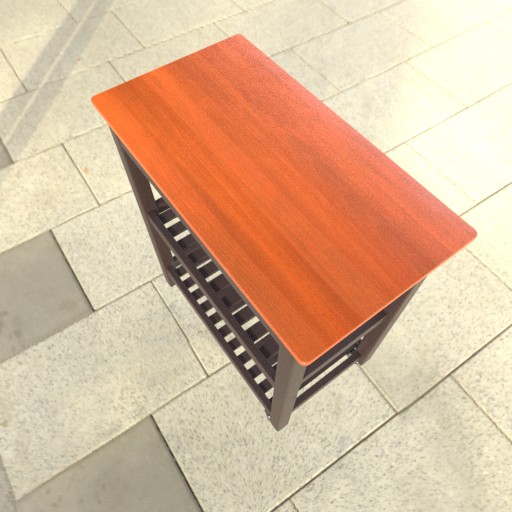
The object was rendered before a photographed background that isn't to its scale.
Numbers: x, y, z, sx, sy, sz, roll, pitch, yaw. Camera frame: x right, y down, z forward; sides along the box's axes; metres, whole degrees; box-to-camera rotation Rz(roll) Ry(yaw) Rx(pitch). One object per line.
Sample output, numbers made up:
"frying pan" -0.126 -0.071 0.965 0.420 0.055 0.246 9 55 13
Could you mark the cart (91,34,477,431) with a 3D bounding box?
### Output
"cart" 0.000 0.000 1.402 0.457 0.927 0.899 -32 64 -18
